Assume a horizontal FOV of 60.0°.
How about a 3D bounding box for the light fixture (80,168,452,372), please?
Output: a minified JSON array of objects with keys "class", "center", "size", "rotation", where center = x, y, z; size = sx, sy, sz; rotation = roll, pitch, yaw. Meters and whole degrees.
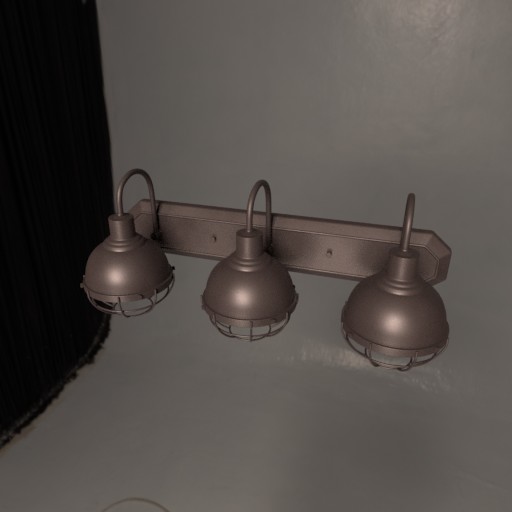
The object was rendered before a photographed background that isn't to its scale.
[{"class":"light fixture","center":[0.000,0.000,0.759],"size":[0.634,0.254,0.229],"rotation":[8,27,16]}]
